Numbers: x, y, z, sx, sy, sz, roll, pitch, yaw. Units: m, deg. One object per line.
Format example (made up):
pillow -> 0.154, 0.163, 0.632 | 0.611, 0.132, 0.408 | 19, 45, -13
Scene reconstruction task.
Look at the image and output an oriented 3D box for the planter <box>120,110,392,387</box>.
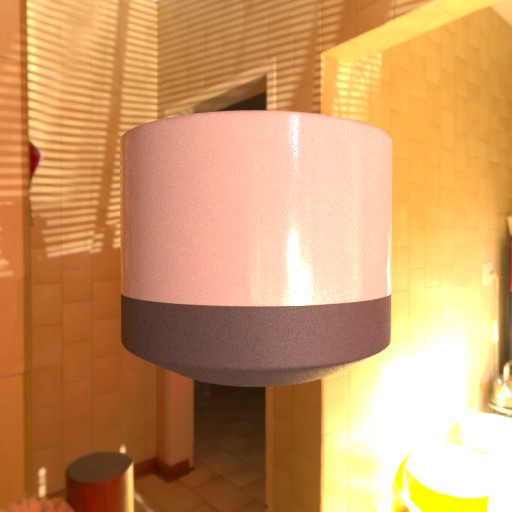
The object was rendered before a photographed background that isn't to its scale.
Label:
planter -> 0.000, 0.000, 0.220 | 0.128, 0.105, 0.128 | 0, 1, 0
